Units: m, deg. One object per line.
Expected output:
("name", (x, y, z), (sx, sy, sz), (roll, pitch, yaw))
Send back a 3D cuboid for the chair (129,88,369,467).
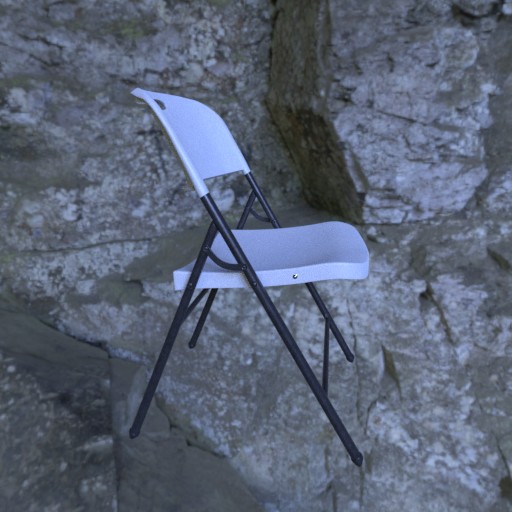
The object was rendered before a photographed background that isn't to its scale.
("chair", (0.000, 0.000, 1.148), (0.566, 0.810, 0.494), (3, 16, 9))
